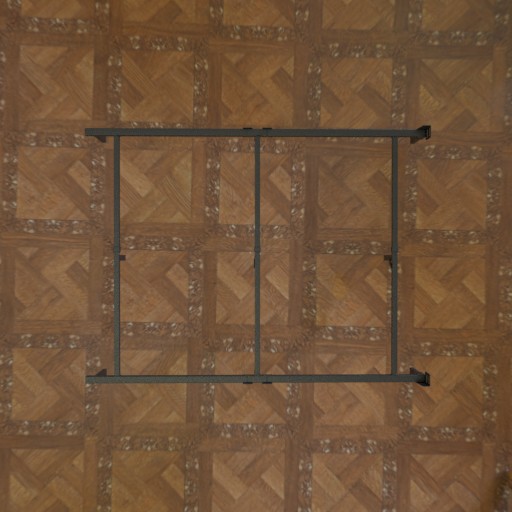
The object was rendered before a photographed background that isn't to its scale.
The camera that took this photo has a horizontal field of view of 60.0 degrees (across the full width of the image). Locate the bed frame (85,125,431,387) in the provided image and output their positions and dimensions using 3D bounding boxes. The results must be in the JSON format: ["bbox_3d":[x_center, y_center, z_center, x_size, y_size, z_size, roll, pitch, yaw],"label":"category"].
[{"bbox_3d":[0.000,0.000,2.640,1.990,0.248,1.498,0,90,-1],"label":"bed frame"}]
